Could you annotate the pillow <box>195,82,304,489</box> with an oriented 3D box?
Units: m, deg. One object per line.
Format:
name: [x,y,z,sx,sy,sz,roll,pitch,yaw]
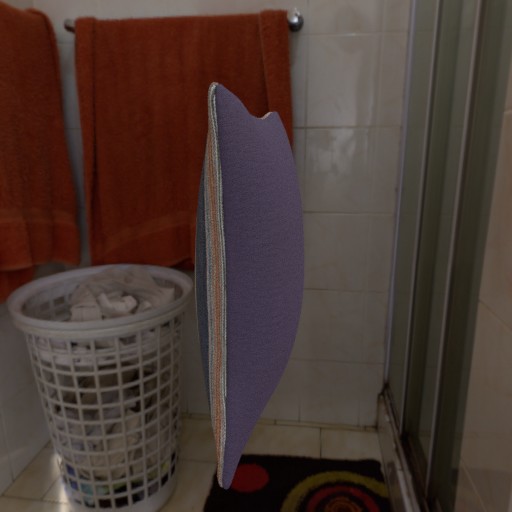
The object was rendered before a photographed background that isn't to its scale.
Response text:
pillow: [0.000,0.000,0.632,0.136,0.419,0.437,2,15,9]
